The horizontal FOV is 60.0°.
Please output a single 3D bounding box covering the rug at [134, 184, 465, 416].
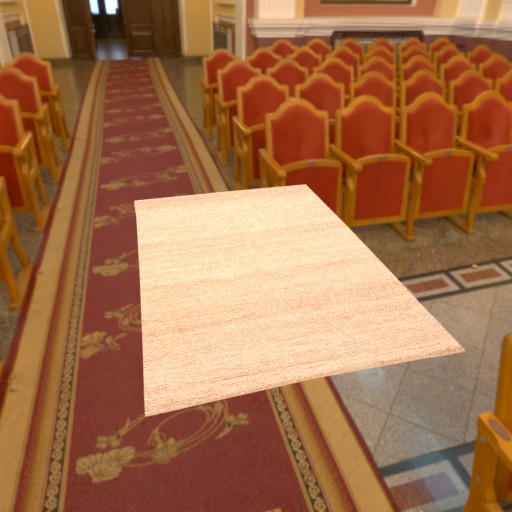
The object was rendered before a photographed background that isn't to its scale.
[{"bbox_3d":[0.000,0.000,3.018,1.574,0.029,2.346,-7,31,-12],"label":"rug"}]
